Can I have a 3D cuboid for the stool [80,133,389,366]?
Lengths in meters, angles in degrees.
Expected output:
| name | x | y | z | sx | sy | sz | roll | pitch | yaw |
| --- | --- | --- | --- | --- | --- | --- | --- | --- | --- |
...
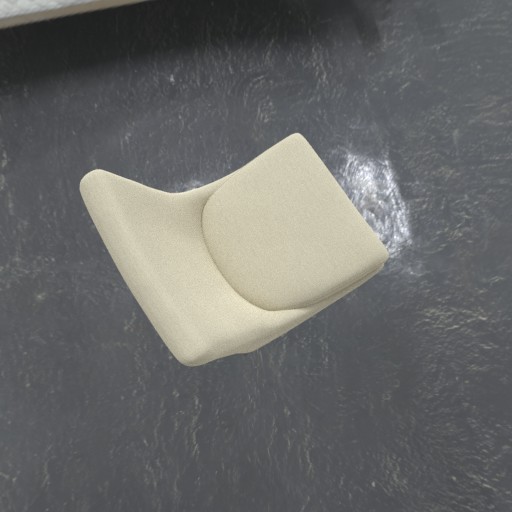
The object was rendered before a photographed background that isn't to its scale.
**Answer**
| name | x | y | z | sx | sy | sz | roll | pitch | yaw |
| --- | --- | --- | --- | --- | --- | --- | --- | --- | --- |
| stool | 0.000 | 0.000 | 1.291 | 0.577 | 0.981 | 0.470 | -32 | 78 | -8 |
